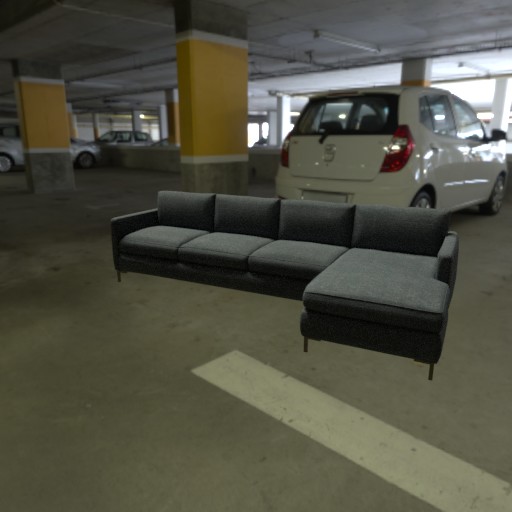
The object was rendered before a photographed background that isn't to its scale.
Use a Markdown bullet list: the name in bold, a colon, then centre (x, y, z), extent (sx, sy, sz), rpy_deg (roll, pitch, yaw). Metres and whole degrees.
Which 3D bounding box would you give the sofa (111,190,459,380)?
- **sofa**: centre (0.000, 0.000, 3.560), extent (2.932, 0.810, 1.350), rpy_deg (7, 17, 26)
